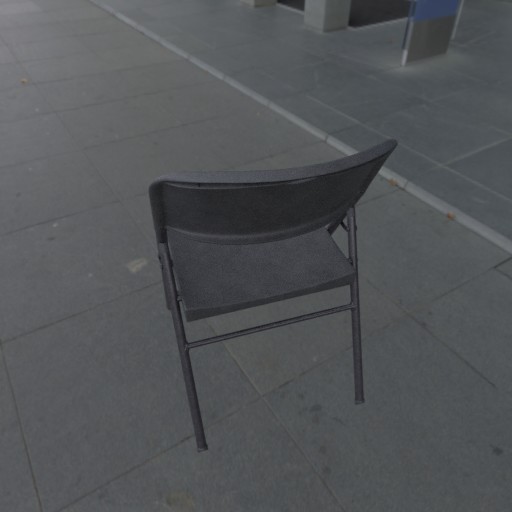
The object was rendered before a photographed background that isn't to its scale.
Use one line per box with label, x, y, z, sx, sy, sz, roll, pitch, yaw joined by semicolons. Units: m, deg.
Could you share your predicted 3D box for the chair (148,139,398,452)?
chair;0.000;0.000;1.157;0.494;0.810;0.567;-12;42;-13
